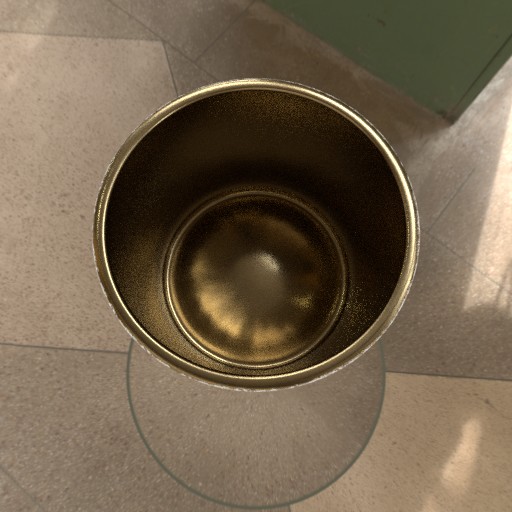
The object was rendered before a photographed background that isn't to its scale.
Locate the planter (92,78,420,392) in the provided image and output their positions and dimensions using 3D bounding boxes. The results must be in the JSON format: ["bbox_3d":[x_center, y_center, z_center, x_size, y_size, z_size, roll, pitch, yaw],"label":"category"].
[{"bbox_3d":[0.000,0.000,0.311,0.178,0.157,0.178,0,76,0],"label":"planter"}]
